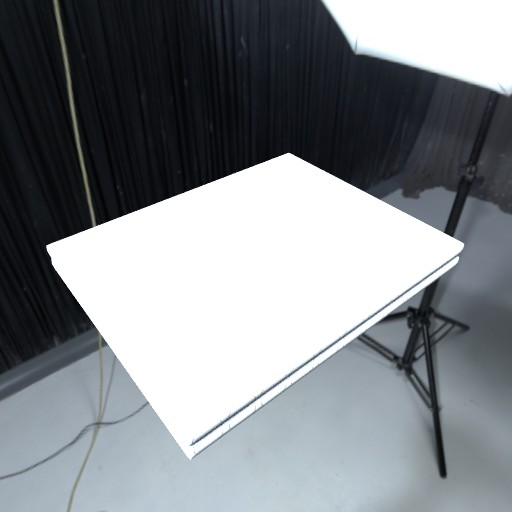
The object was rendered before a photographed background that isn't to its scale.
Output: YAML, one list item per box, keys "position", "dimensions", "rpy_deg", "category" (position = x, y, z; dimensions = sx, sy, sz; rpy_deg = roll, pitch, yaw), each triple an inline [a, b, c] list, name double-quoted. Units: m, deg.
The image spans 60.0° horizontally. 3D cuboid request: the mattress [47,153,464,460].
- position: [0.000, 0.000, 2.757]
  dimensions: [2.000, 0.200, 1.600]
  rpy_deg: [-27, 46, -29]
  category: "mattress"
